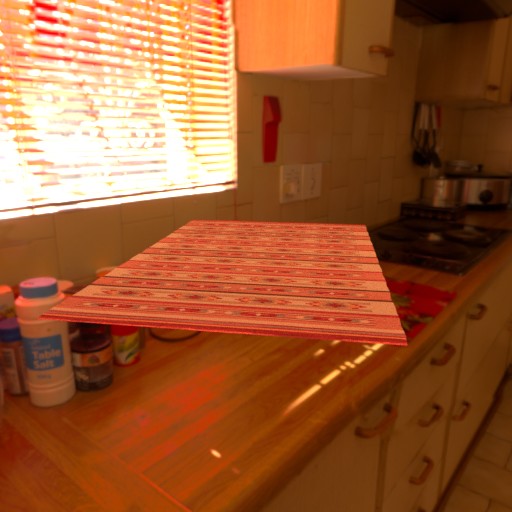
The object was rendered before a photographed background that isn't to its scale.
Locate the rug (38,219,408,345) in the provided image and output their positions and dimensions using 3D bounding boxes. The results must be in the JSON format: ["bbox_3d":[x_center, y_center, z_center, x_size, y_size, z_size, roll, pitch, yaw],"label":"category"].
[{"bbox_3d":[0.000,0.000,2.280,1.223,0.008,1.817,3,16,9],"label":"rug"}]
